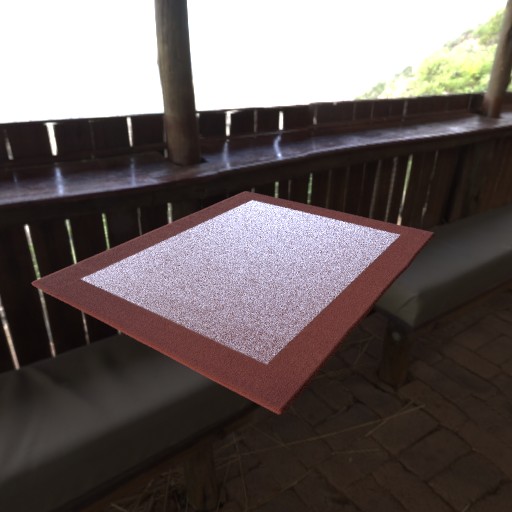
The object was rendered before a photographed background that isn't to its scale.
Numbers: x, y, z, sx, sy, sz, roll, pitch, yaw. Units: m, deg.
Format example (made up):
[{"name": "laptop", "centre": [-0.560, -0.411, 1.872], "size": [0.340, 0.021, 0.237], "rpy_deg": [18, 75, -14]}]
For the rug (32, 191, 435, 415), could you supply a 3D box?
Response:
[{"name": "rug", "centre": [0.000, 0.000, 4.071], "size": [2.430, 0.018, 2.976], "rpy_deg": [17, 31, 31]}]
